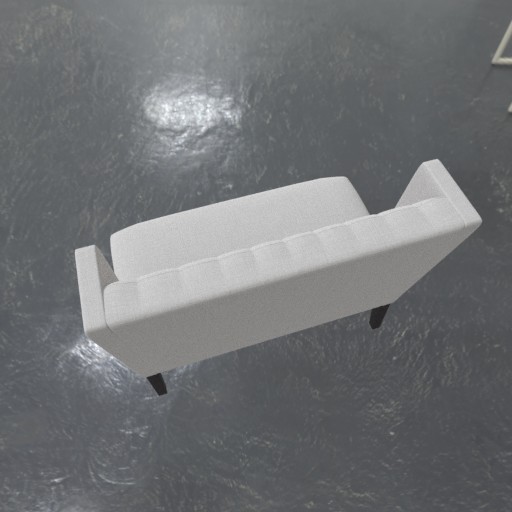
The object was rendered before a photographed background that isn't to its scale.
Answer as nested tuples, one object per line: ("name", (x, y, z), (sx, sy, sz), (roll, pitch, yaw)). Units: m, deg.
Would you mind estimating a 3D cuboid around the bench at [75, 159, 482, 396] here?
("bench", (0.000, 0.000, 1.989), (1.280, 1.123, 0.847), (-15, 60, -9))
